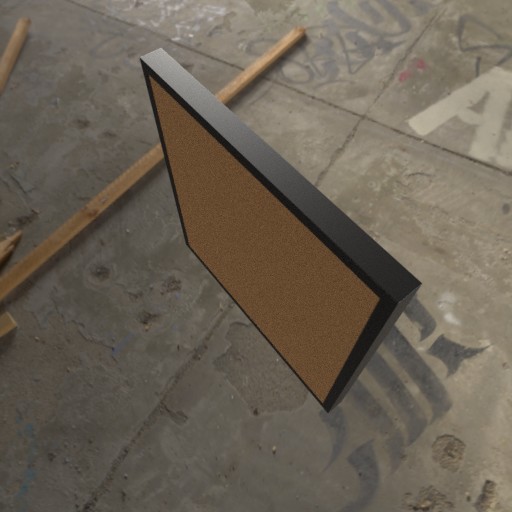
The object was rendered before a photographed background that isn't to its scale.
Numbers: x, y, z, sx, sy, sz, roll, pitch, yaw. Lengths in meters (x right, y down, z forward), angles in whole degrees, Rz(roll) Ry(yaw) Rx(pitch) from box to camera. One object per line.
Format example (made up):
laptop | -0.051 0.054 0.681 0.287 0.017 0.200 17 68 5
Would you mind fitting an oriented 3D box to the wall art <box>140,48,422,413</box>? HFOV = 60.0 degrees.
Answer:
wall art | 0.000 0.000 0.769 0.037 0.506 0.506 -34 64 -19
